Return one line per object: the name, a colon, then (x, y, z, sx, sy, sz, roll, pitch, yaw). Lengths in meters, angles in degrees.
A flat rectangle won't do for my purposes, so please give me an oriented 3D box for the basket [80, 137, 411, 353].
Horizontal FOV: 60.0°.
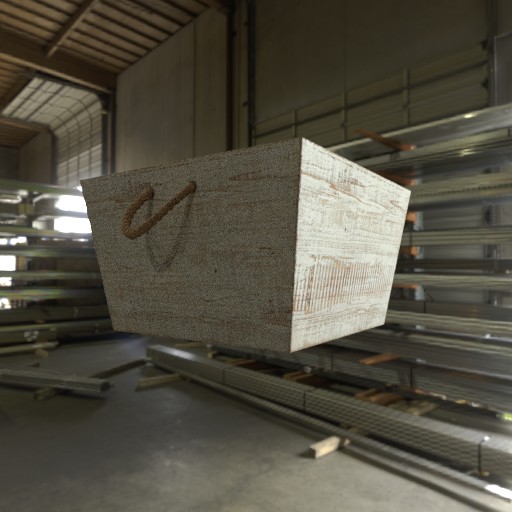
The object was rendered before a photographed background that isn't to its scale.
basket: (0.000, 0.000, 0.769, 0.413, 0.247, 0.545, -1, -2, 35)
